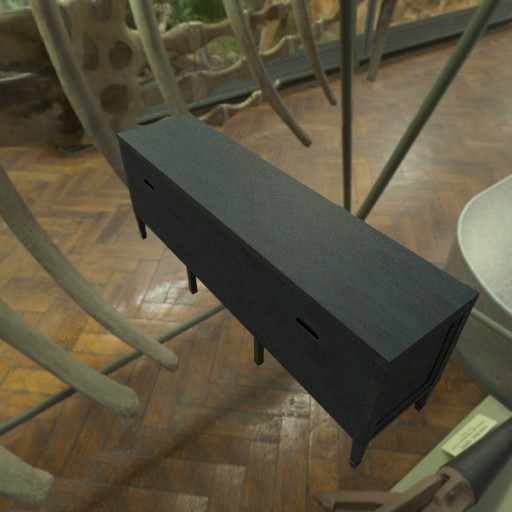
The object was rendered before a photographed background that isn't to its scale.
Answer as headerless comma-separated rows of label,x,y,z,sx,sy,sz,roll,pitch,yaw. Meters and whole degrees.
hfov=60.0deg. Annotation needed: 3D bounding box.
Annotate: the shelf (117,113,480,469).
shelf,0.000,0.000,2.177,0.471,0.715,1.878,-26,47,-28
